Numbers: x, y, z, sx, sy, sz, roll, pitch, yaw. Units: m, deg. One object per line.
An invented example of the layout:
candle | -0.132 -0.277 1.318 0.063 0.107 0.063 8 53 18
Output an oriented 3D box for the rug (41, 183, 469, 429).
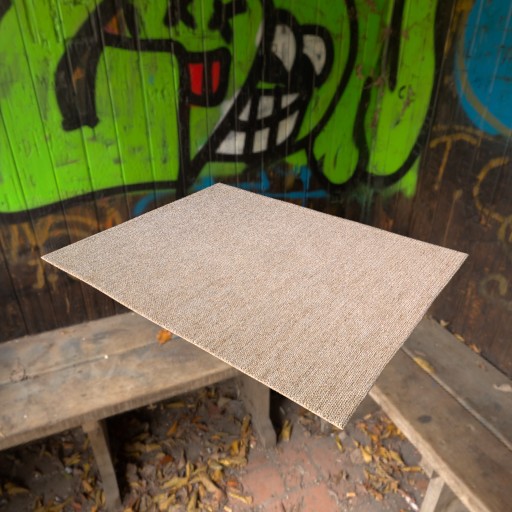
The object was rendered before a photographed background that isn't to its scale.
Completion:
rug | 0.000 0.000 4.005 3.034 0.012 2.406 21 36 32
